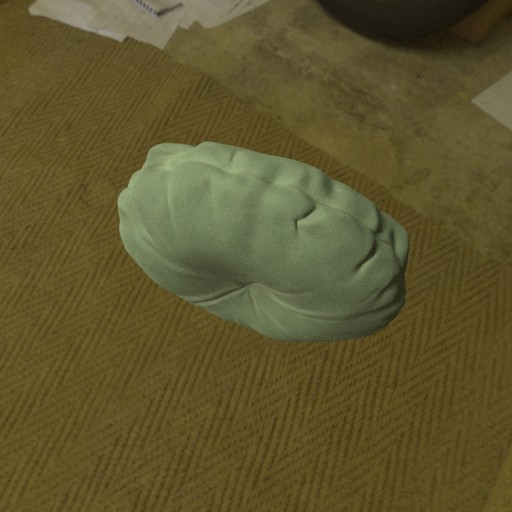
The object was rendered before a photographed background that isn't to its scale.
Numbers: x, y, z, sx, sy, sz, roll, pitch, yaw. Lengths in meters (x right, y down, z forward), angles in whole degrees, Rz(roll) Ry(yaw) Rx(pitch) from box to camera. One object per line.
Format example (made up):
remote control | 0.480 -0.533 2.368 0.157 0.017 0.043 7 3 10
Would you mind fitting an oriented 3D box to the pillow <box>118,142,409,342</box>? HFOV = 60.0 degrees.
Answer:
pillow | 0.000 0.000 0.646 0.428 0.407 0.148 17 65 9
